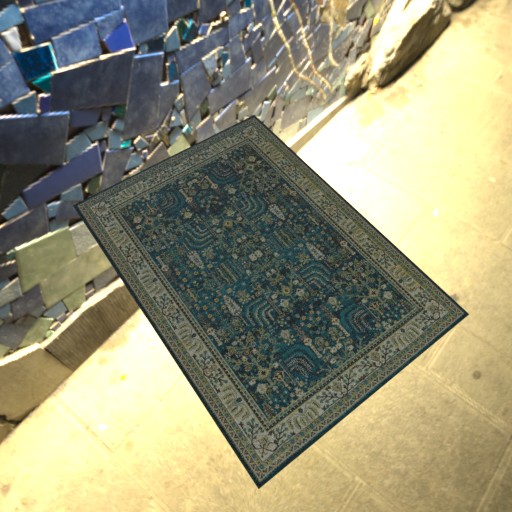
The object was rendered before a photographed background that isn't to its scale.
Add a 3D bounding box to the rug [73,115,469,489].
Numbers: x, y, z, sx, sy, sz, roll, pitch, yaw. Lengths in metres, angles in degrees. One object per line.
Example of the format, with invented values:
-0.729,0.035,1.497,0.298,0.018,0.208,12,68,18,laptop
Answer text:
0.000,0.000,2.920,1.594,0.013,2.213,-32,63,-18,rug
